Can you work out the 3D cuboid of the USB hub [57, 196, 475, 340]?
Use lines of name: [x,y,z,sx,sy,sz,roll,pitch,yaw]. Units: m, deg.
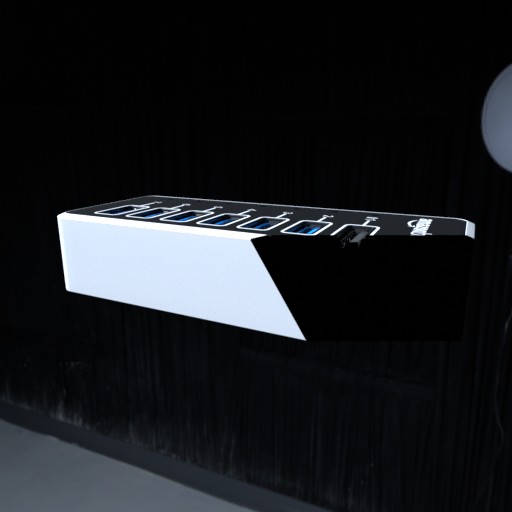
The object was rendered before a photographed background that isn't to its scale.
USB hub: [0.000,0.000,0.126,0.110,0.023,0.044,7,17,25]
